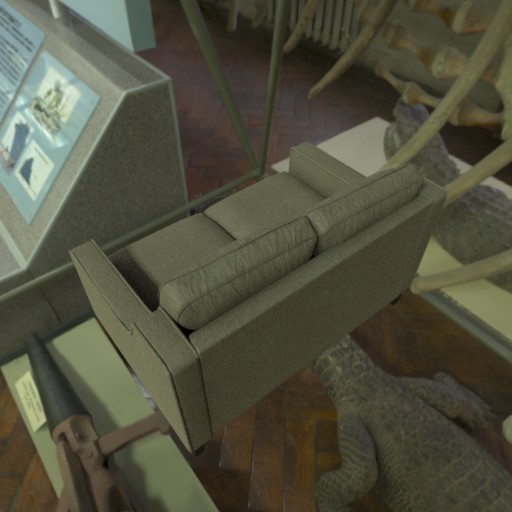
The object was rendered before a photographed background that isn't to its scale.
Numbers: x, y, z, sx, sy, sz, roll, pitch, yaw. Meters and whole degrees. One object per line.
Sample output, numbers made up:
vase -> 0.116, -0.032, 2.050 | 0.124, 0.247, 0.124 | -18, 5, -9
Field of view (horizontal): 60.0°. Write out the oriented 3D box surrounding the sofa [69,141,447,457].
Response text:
sofa -> 0.000, 0.000, 2.228 | 1.503, 0.981, 0.985 | -30, 53, -26
